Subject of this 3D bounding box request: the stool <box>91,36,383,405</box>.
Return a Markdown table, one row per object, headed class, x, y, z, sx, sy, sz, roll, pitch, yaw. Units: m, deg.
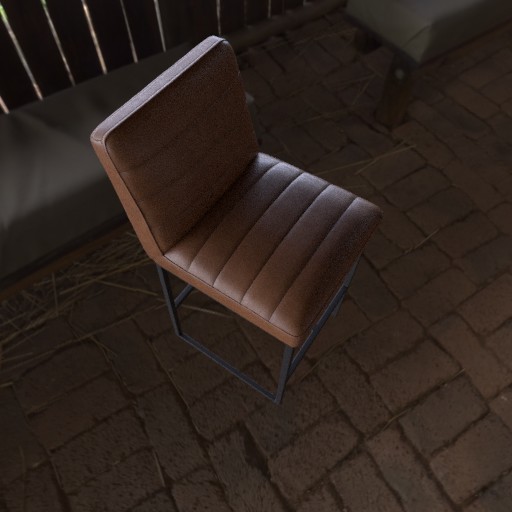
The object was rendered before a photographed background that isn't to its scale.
| class | x | y | z | sx | sy | sz | roll | pitch | yaw |
| --- | --- | --- | --- | --- | --- | --- | --- | --- | --- |
| stool | 0.000 | 0.000 | 1.341 | 0.556 | 1.040 | 0.458 | 30 | 63 | 17 |
